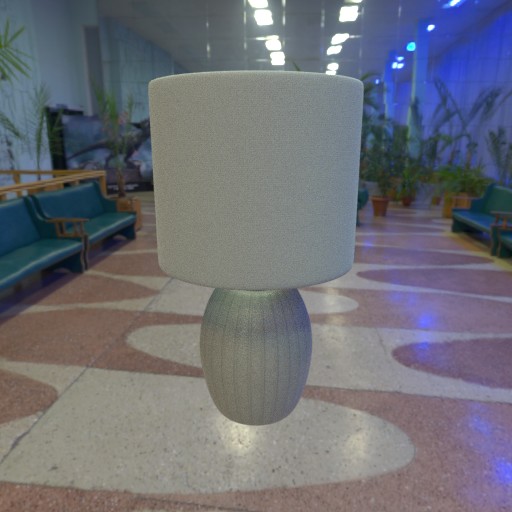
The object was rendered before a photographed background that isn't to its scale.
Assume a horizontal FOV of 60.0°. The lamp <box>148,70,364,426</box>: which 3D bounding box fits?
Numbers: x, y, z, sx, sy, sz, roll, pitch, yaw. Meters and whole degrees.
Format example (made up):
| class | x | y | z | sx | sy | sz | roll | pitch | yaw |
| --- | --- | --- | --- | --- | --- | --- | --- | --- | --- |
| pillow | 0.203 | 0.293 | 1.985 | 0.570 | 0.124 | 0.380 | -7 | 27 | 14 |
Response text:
| class | x | y | z | sx | sy | sz | roll | pitch | yaw |
| --- | --- | --- | --- | --- | --- | --- | --- | --- | --- |
| lamp | 0.000 | 0.000 | 0.761 | 0.328 | 0.570 | 0.328 | 0 | 15 | 0 |
